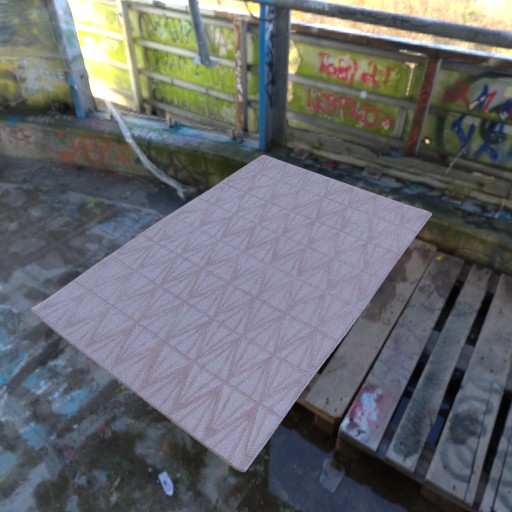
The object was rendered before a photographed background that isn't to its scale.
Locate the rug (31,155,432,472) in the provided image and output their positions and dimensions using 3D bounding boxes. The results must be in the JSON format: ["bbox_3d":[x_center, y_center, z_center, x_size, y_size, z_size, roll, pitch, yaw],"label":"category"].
[{"bbox_3d":[0.000,0.000,2.308,1.230,0.025,1.837,26,47,26],"label":"rug"}]
